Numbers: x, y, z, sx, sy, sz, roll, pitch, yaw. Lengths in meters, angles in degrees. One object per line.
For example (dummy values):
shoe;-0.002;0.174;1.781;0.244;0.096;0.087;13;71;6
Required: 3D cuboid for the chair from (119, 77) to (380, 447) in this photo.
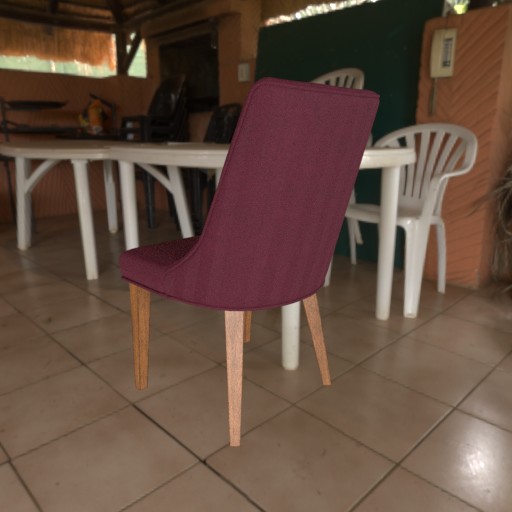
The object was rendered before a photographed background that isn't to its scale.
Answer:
chair;0.000;0.000;1.304;0.638;0.916;0.548;14;21;43
